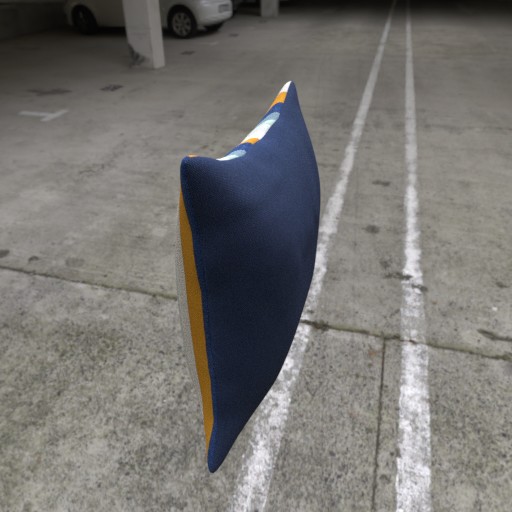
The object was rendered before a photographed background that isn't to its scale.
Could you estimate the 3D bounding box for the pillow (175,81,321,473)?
[{"bbox_3d":[0.000,0.000,0.696,0.173,0.454,0.463,8,31,13],"label":"pillow"}]
